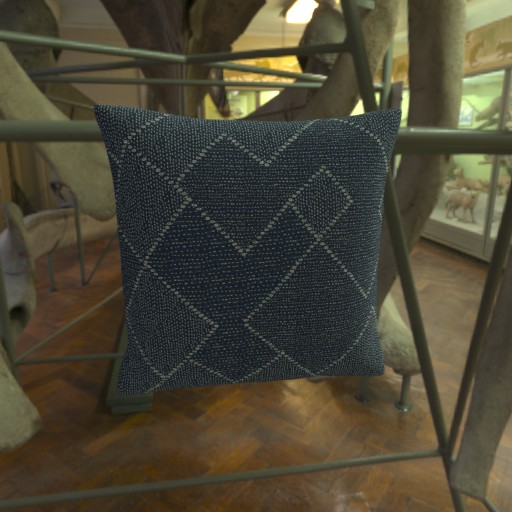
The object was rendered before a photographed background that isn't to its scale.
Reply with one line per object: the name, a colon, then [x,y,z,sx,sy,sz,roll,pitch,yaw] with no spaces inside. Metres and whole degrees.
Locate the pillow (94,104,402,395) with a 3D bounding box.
pillow: [0.000,0.000,0.666,0.435,0.428,0.148,-2,16,-8]
